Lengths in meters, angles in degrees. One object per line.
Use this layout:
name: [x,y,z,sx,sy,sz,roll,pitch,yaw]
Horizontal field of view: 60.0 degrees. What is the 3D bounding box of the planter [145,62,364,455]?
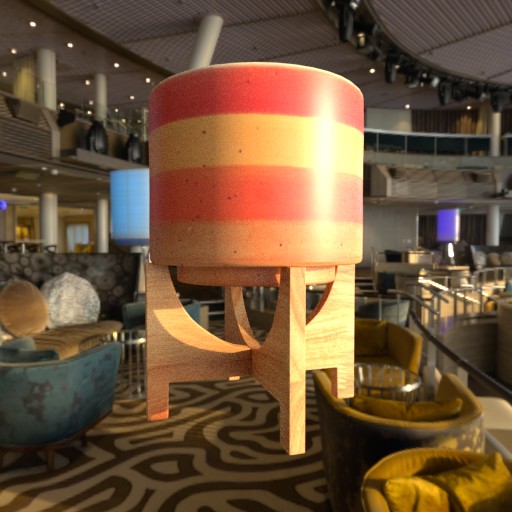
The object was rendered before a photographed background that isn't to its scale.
planter: [0.000,0.000,0.553,0.269,0.379,0.269,0,2,0]
